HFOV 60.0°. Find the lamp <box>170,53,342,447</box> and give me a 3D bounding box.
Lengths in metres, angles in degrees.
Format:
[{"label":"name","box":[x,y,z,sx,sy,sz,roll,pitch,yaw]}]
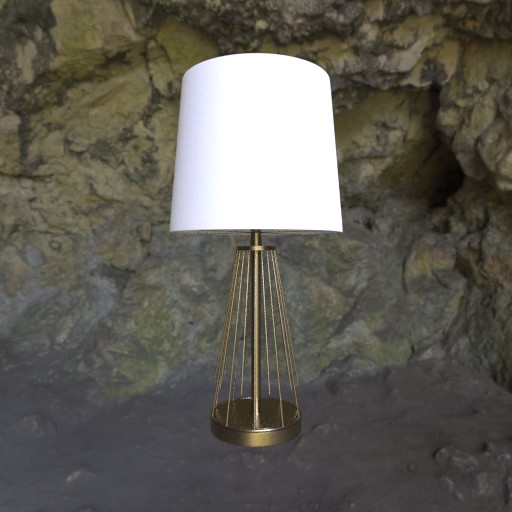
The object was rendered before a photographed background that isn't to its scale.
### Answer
[{"label":"lamp","box":[0.000,0.000,0.792,0.303,0.618,0.303,0,1,0]}]
